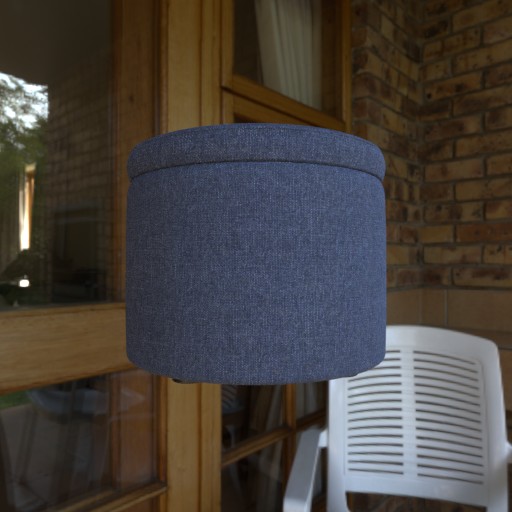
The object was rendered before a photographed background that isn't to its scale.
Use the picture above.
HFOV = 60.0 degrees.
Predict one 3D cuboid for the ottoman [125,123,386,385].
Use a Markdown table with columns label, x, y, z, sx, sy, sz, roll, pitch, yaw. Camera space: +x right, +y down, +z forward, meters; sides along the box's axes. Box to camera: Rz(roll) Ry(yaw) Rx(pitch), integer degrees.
| label | x | y | z | sx | sy | sz | roll | pitch | yaw |
| --- | --- | --- | --- | --- | --- | --- | --- | --- | --- |
| ottoman | 0.000 | 0.000 | 0.922 | 0.520 | 0.430 | 0.520 | 0 | -1 | 0 |
